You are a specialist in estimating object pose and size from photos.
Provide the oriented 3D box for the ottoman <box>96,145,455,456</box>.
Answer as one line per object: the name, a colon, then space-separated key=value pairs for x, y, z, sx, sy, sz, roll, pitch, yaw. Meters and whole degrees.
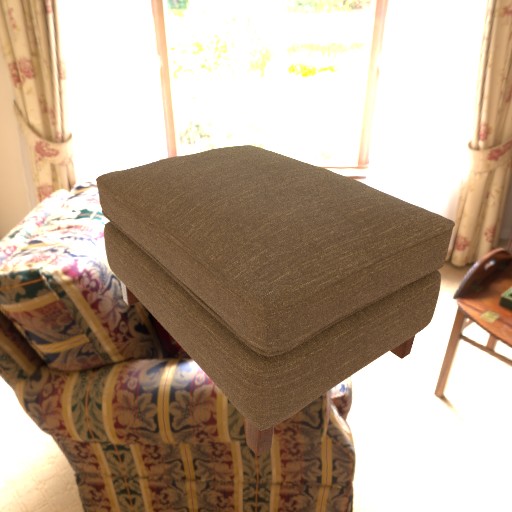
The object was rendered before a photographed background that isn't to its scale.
ottoman: x=0.000 y=0.000 z=1.014 sx=0.508 sy=0.406 sz=0.686 roll=-20 pitch=35 yaw=-32
